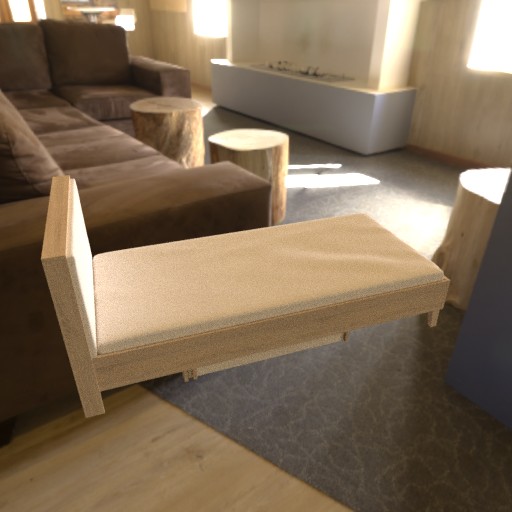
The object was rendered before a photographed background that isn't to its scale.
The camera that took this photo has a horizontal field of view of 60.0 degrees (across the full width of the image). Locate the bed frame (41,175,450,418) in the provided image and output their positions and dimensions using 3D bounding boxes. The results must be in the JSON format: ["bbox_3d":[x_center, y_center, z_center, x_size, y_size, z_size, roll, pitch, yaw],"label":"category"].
[{"bbox_3d":[0.000,0.000,2.688,2.140,0.920,0.990,-10,31,-17],"label":"bed frame"}]
